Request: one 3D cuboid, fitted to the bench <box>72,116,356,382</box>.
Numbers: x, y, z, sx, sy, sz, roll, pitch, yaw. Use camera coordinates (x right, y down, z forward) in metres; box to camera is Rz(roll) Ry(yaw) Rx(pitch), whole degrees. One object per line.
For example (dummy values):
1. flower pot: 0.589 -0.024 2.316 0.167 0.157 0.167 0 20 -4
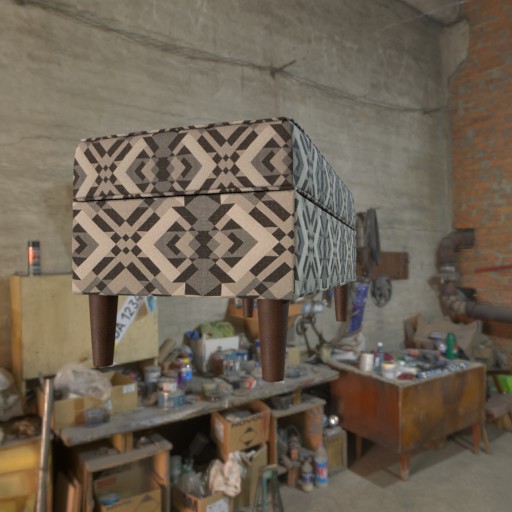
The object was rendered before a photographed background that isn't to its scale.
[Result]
1. bench: 0.000 0.000 1.316 0.492 0.477 1.016 0 -1 19
